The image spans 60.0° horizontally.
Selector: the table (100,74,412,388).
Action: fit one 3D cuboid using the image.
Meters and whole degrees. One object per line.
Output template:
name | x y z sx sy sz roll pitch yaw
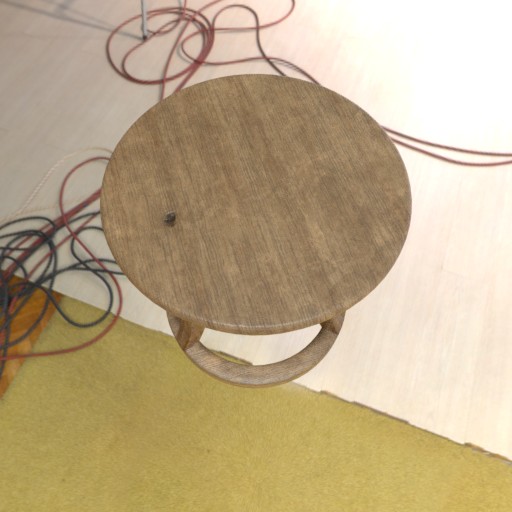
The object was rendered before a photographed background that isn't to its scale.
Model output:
table | 0.000 0.000 0.820 0.432 0.460 0.432 0 63 0
